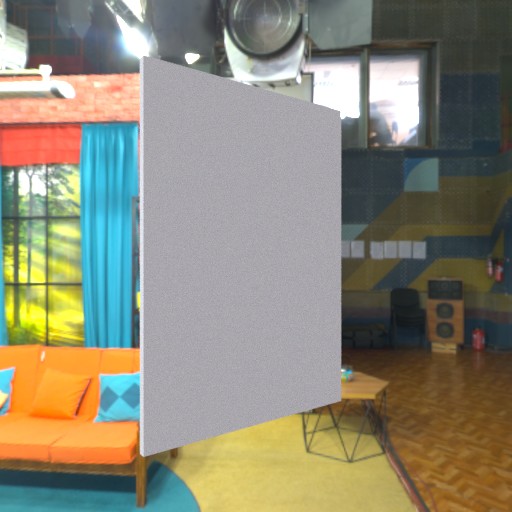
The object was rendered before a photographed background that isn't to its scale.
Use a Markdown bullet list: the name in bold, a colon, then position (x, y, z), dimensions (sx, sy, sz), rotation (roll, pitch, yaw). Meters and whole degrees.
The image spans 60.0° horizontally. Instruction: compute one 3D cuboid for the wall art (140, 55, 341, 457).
- **wall art**: position (0.000, 0.000, 0.706), dimensions (0.381, 0.533, 0.013), rotation (0, 0, -37)
